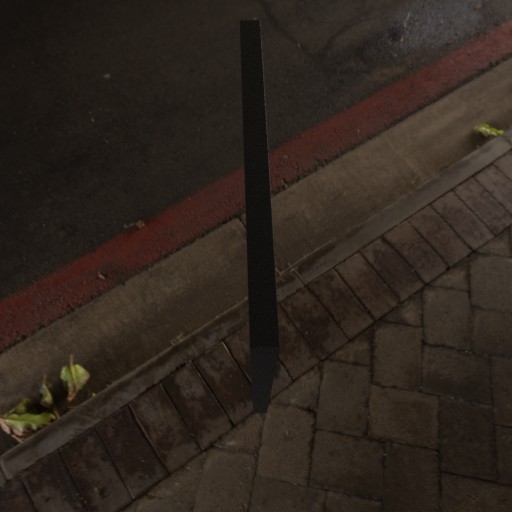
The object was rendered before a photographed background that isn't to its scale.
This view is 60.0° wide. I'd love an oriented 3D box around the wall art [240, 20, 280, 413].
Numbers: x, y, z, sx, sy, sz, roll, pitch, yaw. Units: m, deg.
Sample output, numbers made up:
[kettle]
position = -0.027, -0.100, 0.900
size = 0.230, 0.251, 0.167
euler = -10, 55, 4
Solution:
[wall art]
position = 0.000, 0.000, 0.767
size = 0.029, 0.559, 0.457
euler = -2, 64, -1
